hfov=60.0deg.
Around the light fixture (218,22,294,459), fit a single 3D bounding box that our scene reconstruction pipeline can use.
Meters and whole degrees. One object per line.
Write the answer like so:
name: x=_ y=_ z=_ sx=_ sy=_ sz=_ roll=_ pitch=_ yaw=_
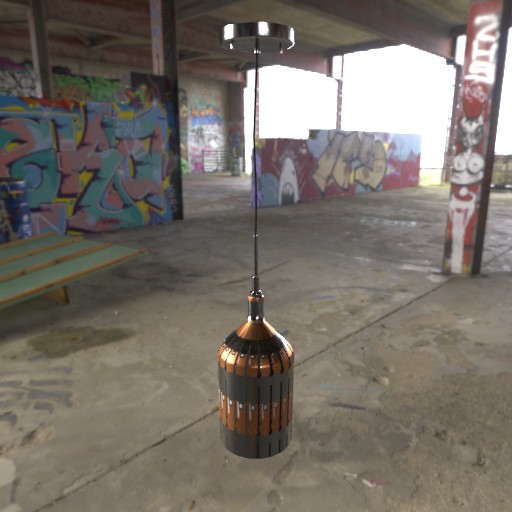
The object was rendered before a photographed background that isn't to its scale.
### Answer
light fixture: x=0.000 y=0.000 z=1.660 sx=0.303 sy=1.535 sz=0.303 roll=0 pitch=14 yaw=0
